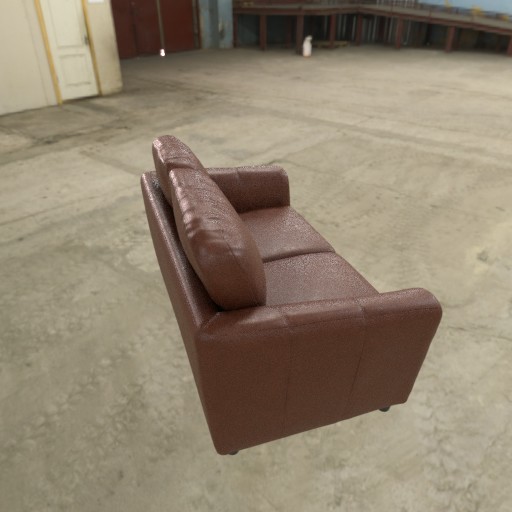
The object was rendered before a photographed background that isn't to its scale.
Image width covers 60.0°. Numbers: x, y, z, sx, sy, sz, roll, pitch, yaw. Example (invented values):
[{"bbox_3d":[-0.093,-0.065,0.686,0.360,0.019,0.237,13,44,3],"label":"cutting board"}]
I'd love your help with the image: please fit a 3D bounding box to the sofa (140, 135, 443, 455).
[{"bbox_3d":[0.000,0.000,1.916,0.805,0.906,1.406,-10,32,-16],"label":"sofa"}]
